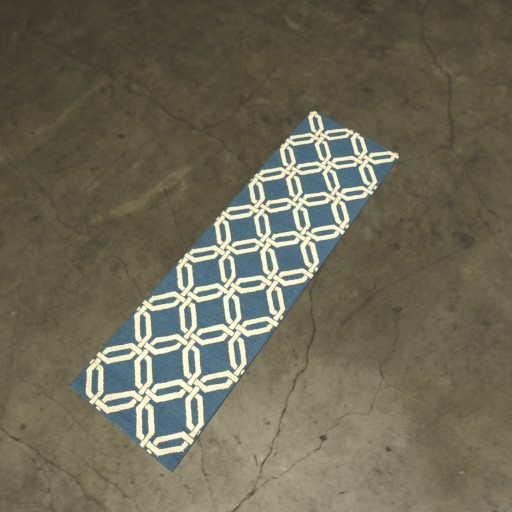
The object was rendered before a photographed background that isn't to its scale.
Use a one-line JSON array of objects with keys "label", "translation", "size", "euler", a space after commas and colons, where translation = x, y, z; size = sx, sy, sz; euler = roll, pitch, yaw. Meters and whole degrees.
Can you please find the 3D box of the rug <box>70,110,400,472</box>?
[{"label": "rug", "translation": [0.000, 0.000, 2.548], "size": [0.678, 0.014, 2.276], "euler": [33, 68, 15]}]
